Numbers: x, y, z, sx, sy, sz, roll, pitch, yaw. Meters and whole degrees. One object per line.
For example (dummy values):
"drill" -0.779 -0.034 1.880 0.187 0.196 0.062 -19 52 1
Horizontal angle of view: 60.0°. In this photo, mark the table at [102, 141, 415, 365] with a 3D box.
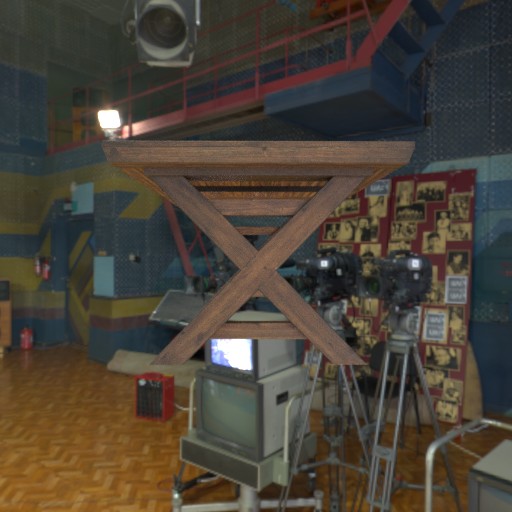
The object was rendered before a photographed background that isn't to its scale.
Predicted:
"table" 0.000 0.000 2.499 1.071 0.793 1.966 0 0 -1
